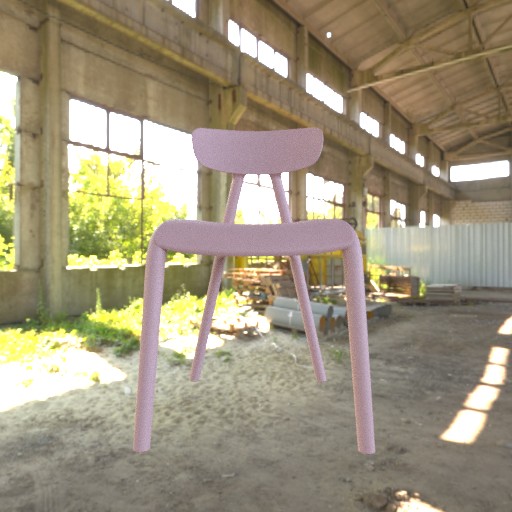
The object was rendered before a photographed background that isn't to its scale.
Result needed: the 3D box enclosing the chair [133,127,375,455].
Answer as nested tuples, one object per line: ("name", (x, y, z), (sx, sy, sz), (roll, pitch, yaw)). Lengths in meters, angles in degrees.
("chair", (0.000, 0.000, 0.844), (0.356, 0.580, 0.401), (0, 0, 1))
